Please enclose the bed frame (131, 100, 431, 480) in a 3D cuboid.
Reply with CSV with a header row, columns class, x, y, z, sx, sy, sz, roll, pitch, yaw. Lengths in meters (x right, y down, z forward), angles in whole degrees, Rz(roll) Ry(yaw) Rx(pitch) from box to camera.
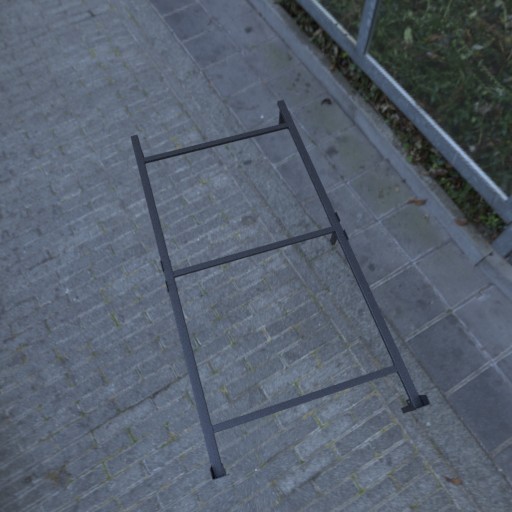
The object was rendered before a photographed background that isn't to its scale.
class,x,y,z,sx,sy,sz,roll,pitch,yaw
bed frame,0.000,0.000,2.327,0.968,0.248,1.897,-16,65,-8
